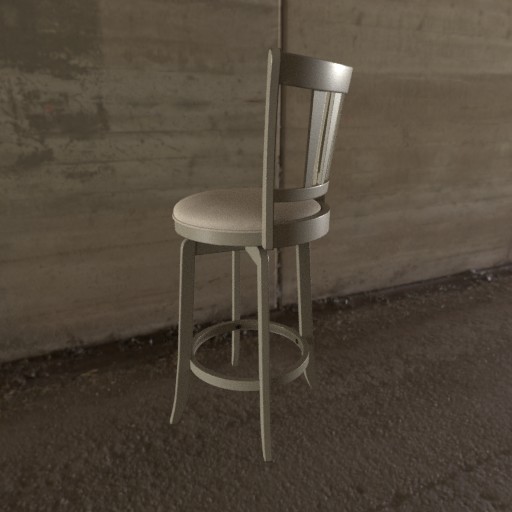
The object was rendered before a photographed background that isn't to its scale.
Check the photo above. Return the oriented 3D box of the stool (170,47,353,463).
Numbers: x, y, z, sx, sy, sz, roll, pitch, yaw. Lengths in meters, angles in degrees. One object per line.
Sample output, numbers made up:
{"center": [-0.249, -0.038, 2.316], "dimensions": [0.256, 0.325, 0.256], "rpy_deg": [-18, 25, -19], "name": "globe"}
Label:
{"center": [0.000, 0.000, 1.287], "dimensions": [0.475, 1.042, 0.436], "rpy_deg": [9, 20, 26], "name": "stool"}
